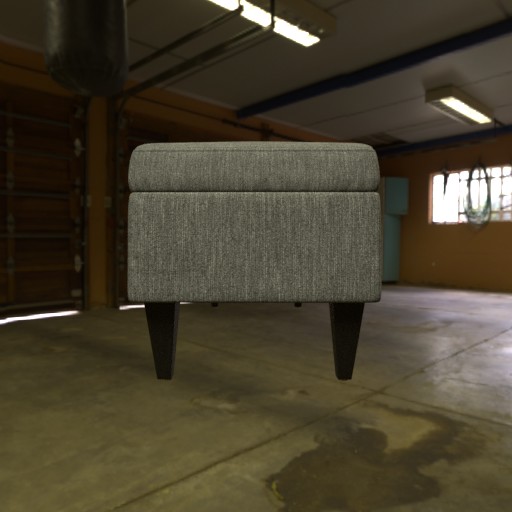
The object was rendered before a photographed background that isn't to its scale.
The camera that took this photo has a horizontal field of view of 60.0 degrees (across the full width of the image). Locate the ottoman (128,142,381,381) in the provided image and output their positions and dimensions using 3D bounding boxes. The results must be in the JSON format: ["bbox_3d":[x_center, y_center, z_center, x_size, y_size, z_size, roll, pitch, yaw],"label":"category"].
[{"bbox_3d":[0.000,0.000,1.393,0.482,0.469,1.151,0,1,0],"label":"ottoman"}]
